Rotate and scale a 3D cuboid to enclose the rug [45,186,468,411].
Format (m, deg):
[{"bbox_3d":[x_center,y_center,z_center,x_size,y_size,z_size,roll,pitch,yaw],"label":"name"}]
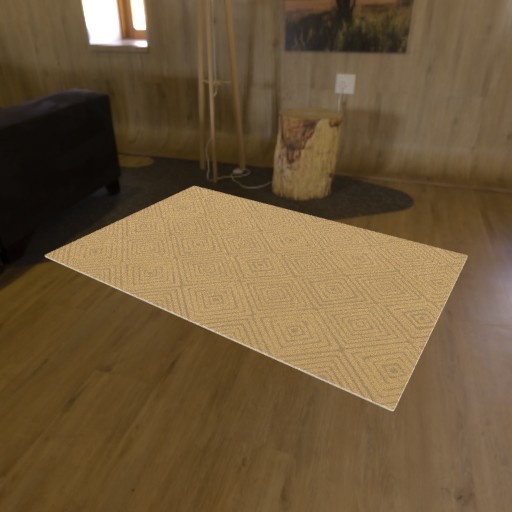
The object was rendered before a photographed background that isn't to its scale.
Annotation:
[{"bbox_3d":[0.000,0.000,2.190,1.753,0.008,1.143,18,34,28],"label":"rug"}]
